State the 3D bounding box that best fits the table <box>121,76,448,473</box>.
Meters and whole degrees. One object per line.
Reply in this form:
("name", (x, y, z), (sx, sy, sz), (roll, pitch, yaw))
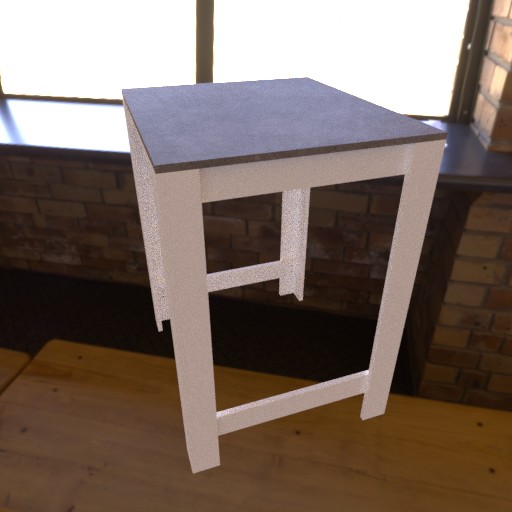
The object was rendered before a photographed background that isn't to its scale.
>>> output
("table", (0.000, 0.000, 1.556), (0.700, 1.020, 0.800), (-10, 33, -16))
